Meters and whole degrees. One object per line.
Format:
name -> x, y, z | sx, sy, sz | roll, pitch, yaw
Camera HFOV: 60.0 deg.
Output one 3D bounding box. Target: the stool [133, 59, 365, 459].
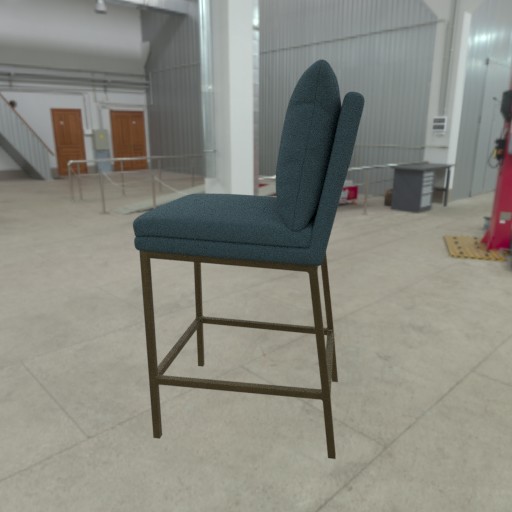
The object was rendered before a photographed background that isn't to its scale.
stool -> 0.000, 0.000, 1.340 | 0.568, 1.032, 0.463 | 3, 16, 11
